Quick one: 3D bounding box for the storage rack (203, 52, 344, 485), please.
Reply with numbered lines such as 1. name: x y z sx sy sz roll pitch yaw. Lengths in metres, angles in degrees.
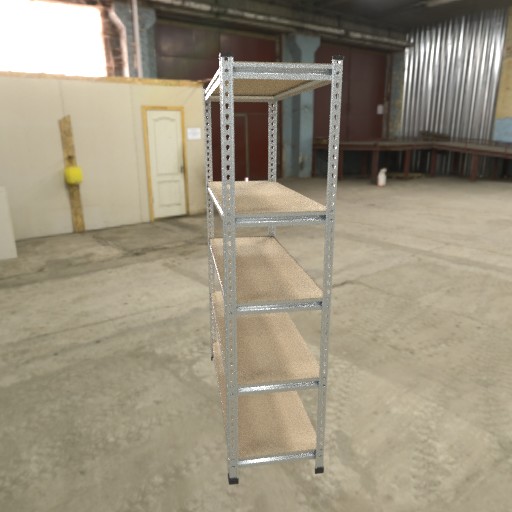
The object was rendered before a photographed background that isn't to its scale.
1. storage rack: 0.000 0.000 2.406 0.457 1.829 1.219 -3 16 -9
